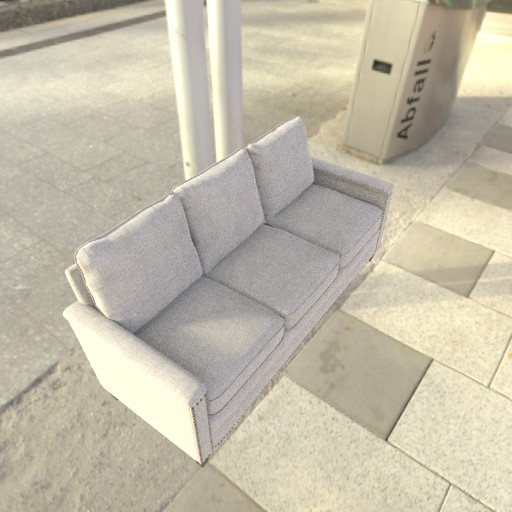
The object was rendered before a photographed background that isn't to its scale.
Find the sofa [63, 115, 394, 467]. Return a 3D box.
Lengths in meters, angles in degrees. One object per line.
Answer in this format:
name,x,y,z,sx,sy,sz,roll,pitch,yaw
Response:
sofa,0.000,0.000,2.492,0.828,0.959,1.925,25,46,27
